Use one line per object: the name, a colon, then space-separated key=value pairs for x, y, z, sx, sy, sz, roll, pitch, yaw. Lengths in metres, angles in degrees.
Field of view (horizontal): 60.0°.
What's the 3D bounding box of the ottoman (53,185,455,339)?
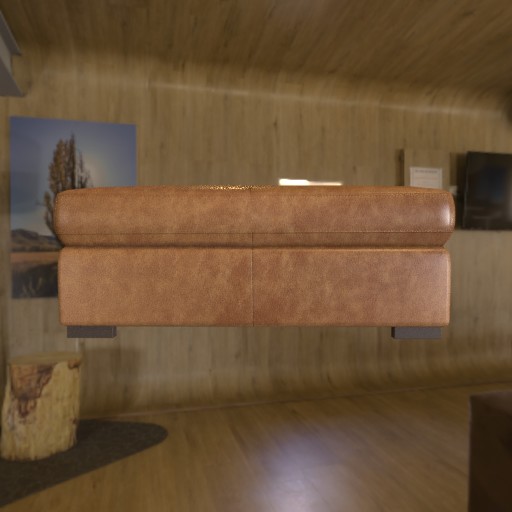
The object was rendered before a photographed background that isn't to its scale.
ottoman: x=0.000 y=0.000 z=1.850 sx=1.169 sy=0.483 sz=1.168 roll=0 pitch=0 yaw=1
